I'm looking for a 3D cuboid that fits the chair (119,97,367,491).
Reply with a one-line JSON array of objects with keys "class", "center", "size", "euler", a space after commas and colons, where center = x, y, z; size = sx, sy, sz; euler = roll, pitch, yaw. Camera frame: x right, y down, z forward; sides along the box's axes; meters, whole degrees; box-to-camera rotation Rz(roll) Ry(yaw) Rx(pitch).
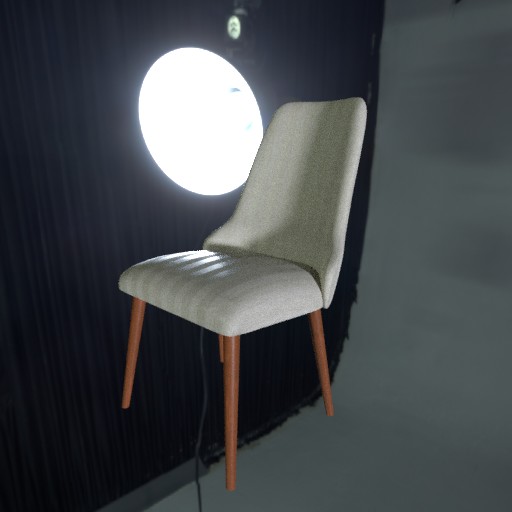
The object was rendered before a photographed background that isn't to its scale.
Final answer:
[{"class": "chair", "center": [0.000, 0.000, 1.318], "size": [0.526, 0.917, 0.684], "euler": [14, 20, 42]}]
